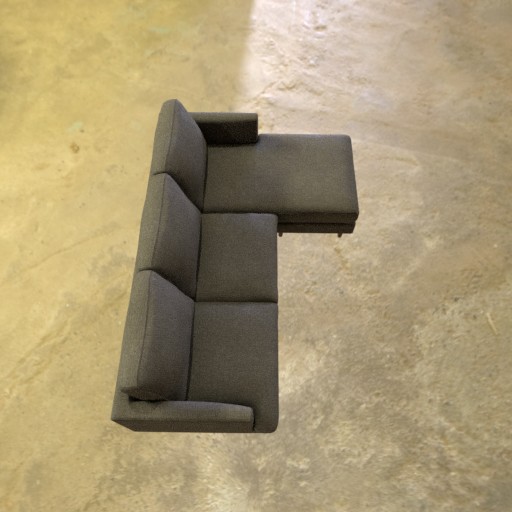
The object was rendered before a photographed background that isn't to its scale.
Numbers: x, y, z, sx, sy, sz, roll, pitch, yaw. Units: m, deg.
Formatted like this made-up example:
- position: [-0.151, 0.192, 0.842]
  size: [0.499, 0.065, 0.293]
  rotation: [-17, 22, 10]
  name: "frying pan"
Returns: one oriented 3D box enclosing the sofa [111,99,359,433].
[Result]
- position: [0.000, 0.000, 3.024]
  size: [1.504, 0.956, 2.233]
  rotation: [1, 62, 0]
  name: "sofa"
